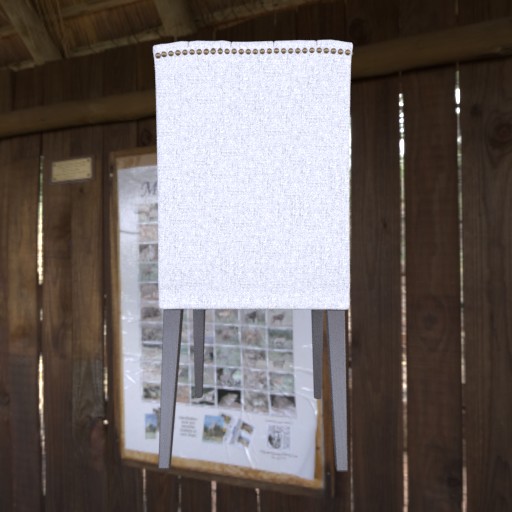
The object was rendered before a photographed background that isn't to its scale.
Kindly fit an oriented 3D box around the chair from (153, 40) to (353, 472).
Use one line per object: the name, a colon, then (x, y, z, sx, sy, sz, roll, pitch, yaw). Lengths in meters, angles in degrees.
chair: (0.000, 0.000, 1.344, 0.511, 1.016, 0.647, 0, -1, 2)
